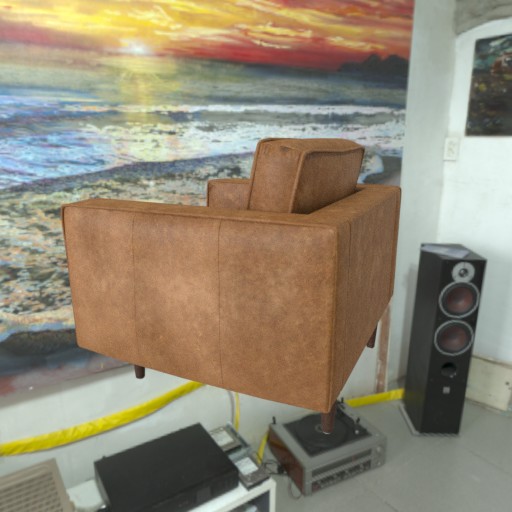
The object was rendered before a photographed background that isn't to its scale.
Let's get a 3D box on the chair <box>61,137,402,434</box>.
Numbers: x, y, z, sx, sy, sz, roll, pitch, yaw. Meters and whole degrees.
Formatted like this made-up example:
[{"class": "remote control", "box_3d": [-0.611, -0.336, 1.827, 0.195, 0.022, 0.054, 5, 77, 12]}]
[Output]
[{"class": "chair", "box_3d": [0.000, 0.000, 1.487, 0.798, 0.767, 0.928, 7, 16, 25]}]
